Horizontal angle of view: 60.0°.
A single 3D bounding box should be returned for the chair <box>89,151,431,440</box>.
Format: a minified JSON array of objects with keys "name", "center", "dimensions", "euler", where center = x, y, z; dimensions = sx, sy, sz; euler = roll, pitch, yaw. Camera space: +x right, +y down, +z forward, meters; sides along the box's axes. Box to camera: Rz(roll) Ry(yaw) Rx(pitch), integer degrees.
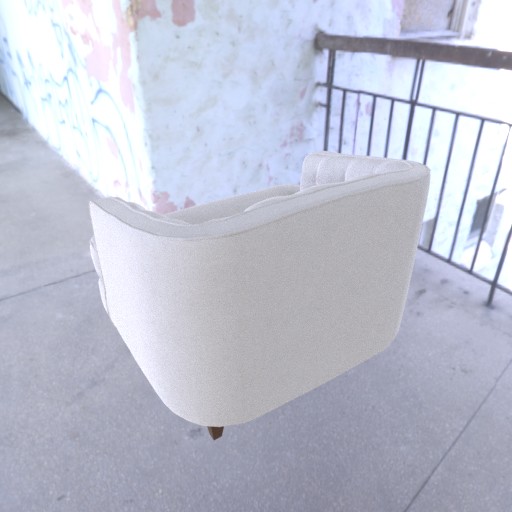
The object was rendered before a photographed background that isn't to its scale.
[{"name":"chair","center":[0.000,0.000,1.771],"dimensions":[1.104,0.852,0.941],"euler":[-18,35,-28]}]
